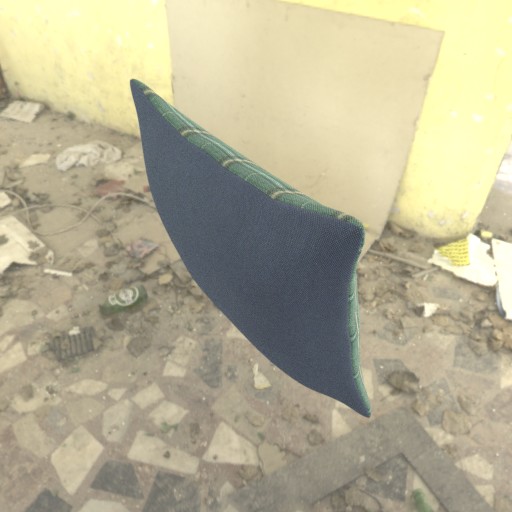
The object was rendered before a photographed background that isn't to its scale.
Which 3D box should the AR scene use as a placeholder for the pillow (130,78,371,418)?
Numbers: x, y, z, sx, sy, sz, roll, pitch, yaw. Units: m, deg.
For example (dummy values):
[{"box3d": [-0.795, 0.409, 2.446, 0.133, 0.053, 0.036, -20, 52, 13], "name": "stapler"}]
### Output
[{"box3d": [0.000, 0.000, 0.672, 0.200, 0.430, 0.453, -26, 47, -27], "name": "pillow"}]
